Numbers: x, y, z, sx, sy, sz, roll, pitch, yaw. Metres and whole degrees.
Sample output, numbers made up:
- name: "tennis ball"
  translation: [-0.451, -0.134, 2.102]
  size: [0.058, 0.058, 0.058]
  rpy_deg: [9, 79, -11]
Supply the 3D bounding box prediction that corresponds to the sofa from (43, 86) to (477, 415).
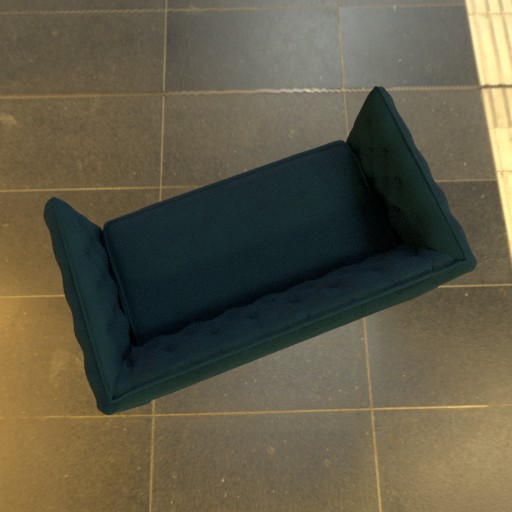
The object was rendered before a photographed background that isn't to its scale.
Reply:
- name: "sofa"
  translation: [0.000, 0.000, 2.124]
  size: [1.583, 0.810, 0.909]
  rpy_deg: [-20, 76, -5]
